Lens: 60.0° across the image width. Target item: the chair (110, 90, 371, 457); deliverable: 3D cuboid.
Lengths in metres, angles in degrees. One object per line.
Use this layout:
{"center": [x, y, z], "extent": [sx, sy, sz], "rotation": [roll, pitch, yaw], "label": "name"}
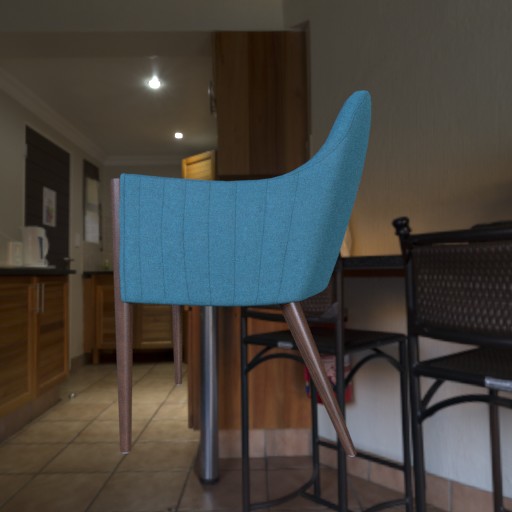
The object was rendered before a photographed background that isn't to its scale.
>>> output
{"center": [0.000, 0.000, 1.298], "extent": [0.652, 0.907, 0.656], "rotation": [0, -1, 2], "label": "chair"}
